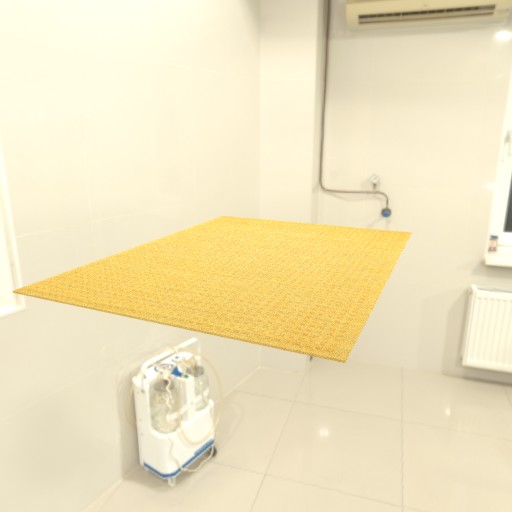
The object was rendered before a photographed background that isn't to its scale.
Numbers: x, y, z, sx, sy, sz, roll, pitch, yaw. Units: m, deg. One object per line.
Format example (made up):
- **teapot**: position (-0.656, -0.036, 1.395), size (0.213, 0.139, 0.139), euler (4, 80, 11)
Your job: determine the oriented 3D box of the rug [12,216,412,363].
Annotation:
- **rug**: position (0.000, 0.000, 4.202), size (2.486, 0.015, 3.242), euler (7, 17, 23)
